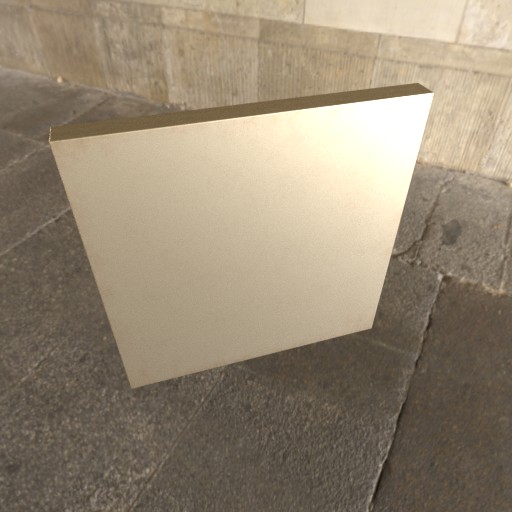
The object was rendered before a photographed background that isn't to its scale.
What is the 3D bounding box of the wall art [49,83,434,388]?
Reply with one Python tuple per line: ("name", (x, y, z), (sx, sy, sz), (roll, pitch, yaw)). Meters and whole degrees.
("wall art", (0.000, 0.000, 0.739), (0.503, 0.506, 0.040), (-11, 42, -13))
